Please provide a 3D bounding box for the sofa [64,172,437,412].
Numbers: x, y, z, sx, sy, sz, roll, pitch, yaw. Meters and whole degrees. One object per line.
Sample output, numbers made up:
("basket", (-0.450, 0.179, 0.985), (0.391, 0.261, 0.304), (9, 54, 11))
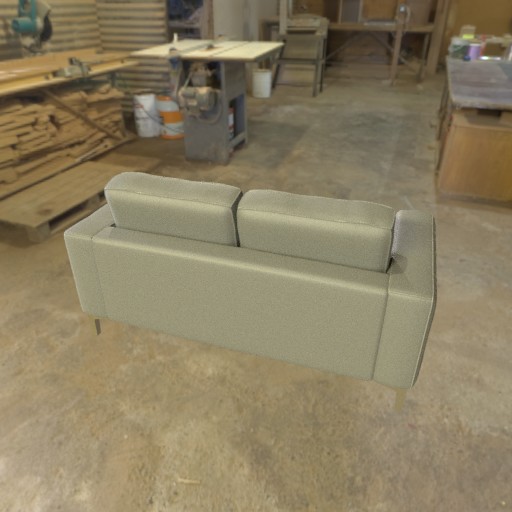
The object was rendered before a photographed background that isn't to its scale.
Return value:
("sofa", (0.000, 0.000, 2.311), (1.726, 0.893, 0.833), (10, 32, 16))
